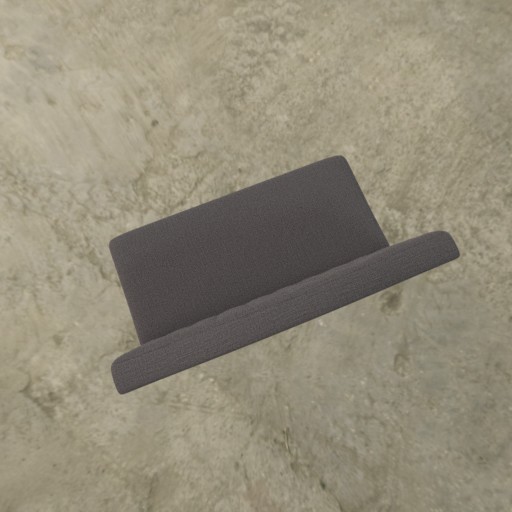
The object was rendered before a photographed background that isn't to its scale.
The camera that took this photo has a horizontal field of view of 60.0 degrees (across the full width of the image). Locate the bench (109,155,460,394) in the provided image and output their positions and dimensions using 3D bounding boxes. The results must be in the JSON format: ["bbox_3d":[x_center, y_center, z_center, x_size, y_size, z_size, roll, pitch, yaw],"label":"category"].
[{"bbox_3d":[0.000,0.000,2.085,1.335,1.180,0.815,-21,76,-6],"label":"bench"}]
